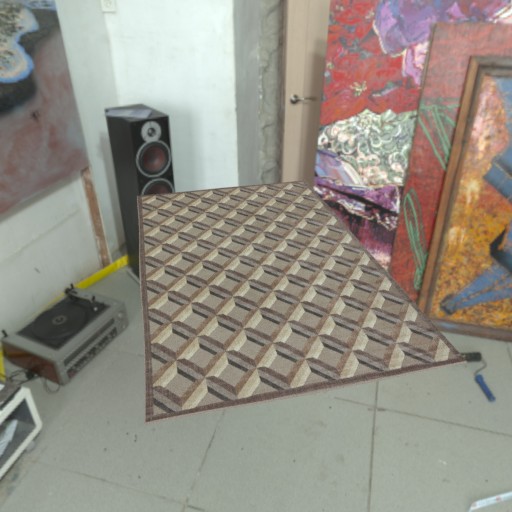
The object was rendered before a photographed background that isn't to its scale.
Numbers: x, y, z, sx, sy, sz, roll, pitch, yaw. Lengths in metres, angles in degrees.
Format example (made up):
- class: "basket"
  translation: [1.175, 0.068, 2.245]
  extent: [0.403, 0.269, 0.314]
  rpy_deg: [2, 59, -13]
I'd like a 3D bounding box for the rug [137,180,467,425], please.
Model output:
- class: "rug"
  translation: [0.000, 0.000, 2.079]
  extent: [1.066, 0.011, 1.677]
  rpy_deg: [-7, 32, -12]
